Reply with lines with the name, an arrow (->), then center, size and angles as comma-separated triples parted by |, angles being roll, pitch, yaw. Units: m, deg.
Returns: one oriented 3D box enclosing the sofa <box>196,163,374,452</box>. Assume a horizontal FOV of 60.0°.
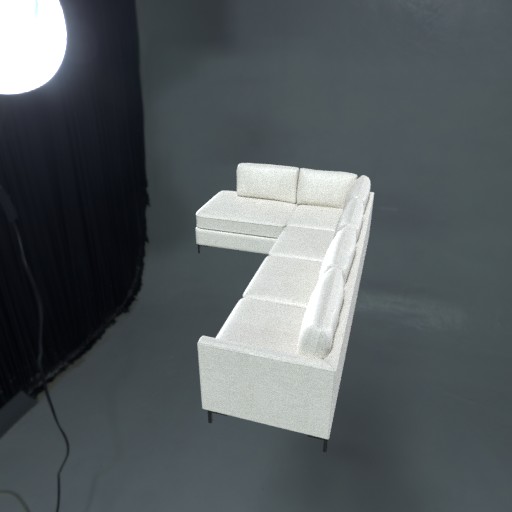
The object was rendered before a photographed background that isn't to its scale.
sofa -> 0.000, 0.000, 4.449 | 2.048, 0.996, 3.384 | 8, 29, 15
